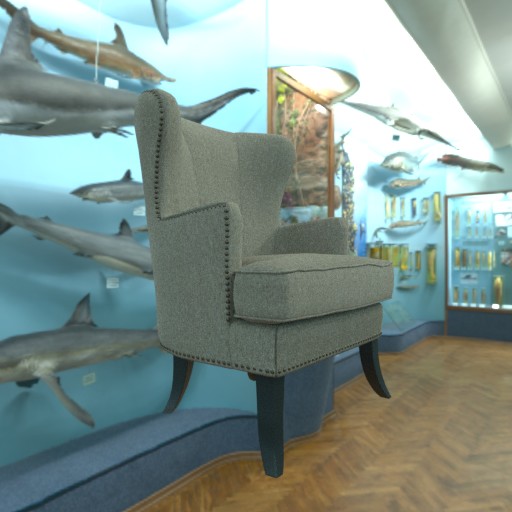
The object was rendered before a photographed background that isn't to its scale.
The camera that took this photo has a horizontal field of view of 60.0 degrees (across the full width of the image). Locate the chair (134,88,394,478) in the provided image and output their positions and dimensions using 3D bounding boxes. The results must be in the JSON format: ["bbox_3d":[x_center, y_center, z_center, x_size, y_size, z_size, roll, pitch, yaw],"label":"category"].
[{"bbox_3d":[0.000,0.000,1.570,0.758,1.060,0.759,0,0,37],"label":"chair"}]
